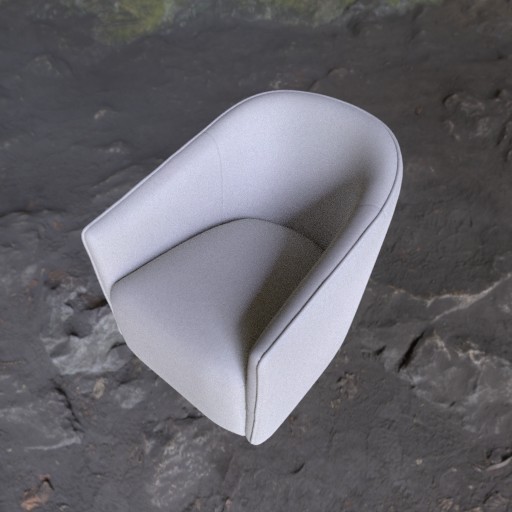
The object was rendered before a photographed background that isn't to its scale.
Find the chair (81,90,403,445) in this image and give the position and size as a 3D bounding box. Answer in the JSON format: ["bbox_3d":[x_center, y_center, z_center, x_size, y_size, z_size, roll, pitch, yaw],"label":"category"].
[{"bbox_3d":[0.000,0.000,1.496,0.747,0.799,0.875,30,52,27],"label":"chair"}]
